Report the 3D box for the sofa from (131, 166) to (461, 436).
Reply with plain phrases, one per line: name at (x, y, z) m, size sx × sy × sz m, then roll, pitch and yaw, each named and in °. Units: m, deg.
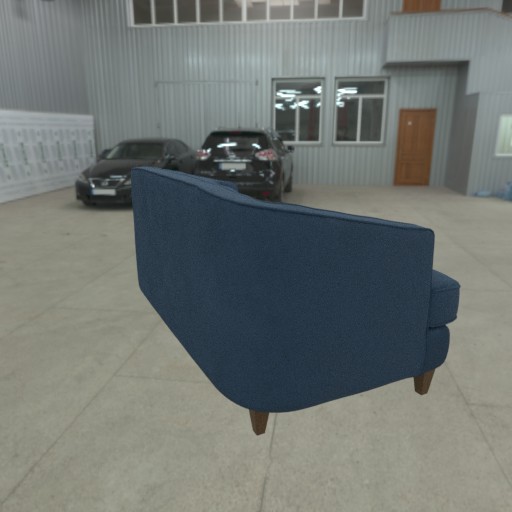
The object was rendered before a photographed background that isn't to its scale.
sofa at (0.000, 0.000, 2.218) m, size 0.941 × 0.854 × 1.733 m, roll -8°, pitch 17°, yaw -26°
